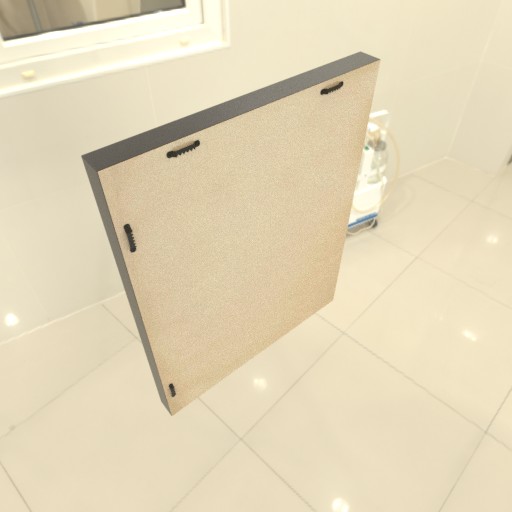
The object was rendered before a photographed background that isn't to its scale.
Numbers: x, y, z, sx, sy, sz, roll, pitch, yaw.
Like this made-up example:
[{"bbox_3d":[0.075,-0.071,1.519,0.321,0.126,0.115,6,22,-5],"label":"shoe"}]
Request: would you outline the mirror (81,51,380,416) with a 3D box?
[{"bbox_3d":[0.000,0.000,0.688,0.405,0.508,0.041,-31,53,-27],"label":"mirror"}]
